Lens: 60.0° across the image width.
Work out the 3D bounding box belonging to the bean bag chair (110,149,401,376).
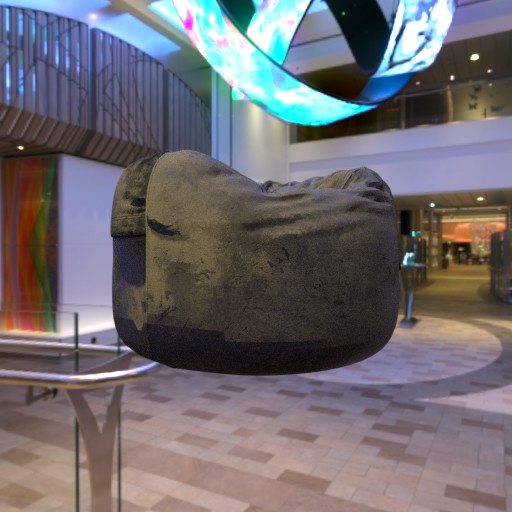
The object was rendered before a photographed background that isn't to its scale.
[{"bbox_3d":[0.000,0.000,1.472,0.918,0.605,0.918,0,1,0],"label":"bean bag chair"}]
